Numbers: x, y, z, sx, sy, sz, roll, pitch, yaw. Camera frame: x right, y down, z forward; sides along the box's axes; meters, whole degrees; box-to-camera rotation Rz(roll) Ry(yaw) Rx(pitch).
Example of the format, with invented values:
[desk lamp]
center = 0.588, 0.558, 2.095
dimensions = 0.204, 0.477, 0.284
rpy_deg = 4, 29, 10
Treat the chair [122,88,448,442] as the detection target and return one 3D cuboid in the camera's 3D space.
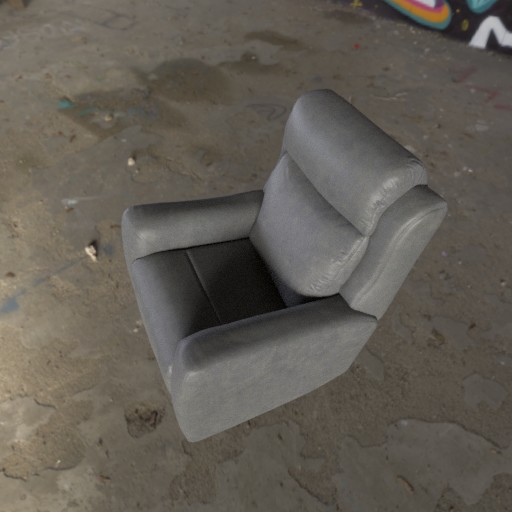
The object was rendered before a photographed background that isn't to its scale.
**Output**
[chair]
center = 0.000, 0.000, 1.932
dimensions = 1.068, 1.116, 0.967
rpy_deg = -18, 49, -16
